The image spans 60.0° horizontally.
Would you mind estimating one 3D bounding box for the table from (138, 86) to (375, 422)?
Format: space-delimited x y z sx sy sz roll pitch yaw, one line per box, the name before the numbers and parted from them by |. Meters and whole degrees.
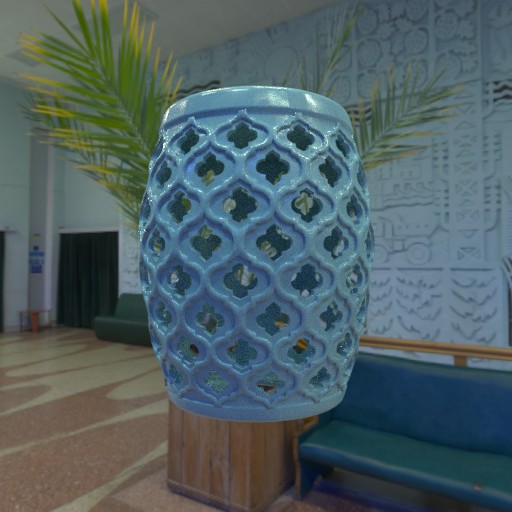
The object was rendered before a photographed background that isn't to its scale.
table | 0.000 0.000 0.630 0.325 0.388 0.325 0 -1 0
